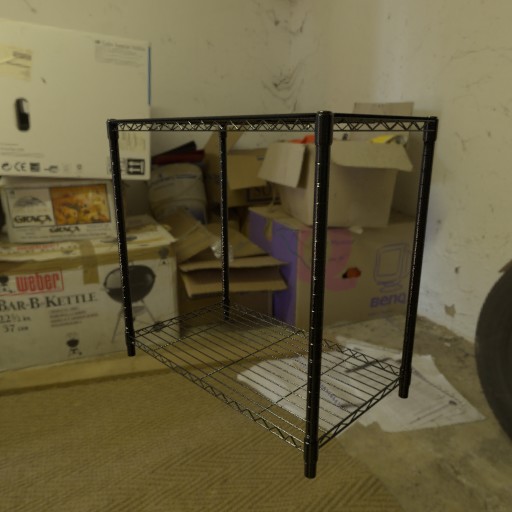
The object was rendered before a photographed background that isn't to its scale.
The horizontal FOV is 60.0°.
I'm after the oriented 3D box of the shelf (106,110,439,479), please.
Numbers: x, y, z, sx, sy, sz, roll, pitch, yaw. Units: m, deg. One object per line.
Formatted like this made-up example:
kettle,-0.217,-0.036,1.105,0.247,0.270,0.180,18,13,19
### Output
shelf,0.000,0.000,0.945,0.338,0.564,0.589,-15,22,-43
